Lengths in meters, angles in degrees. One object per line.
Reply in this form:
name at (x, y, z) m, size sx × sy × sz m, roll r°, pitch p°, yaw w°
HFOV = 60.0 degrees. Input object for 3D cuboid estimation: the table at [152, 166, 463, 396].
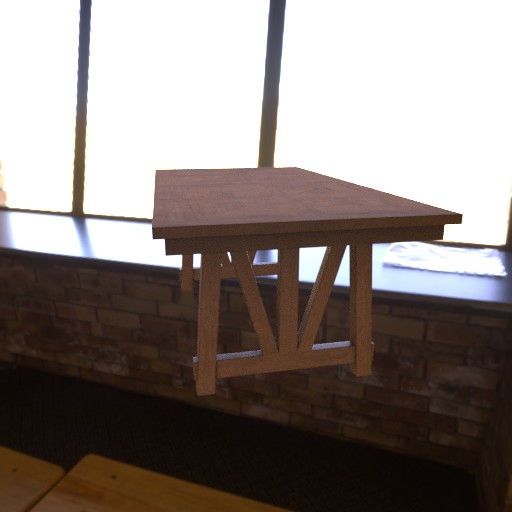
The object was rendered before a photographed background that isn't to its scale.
table at (0.000, 0.000, 2.369) m, size 1.016 × 0.768 × 1.881 m, roll -3°, pitch 17°, yaw -12°
